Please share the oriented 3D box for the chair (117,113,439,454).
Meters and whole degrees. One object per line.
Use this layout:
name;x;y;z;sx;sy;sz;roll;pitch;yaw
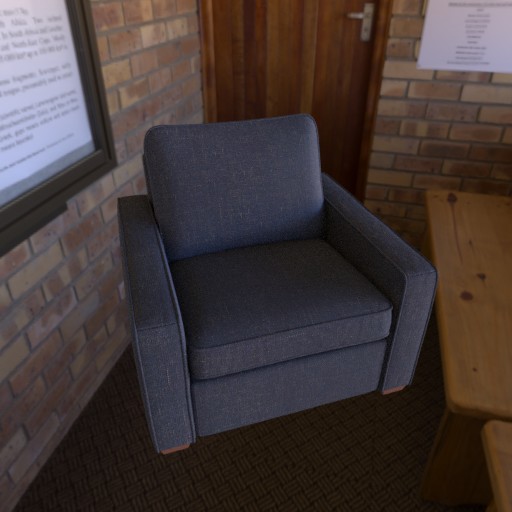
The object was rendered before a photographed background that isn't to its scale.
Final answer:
chair;0.000;0.000;1.745;1.017;0.919;0.940;-10;34;-15
